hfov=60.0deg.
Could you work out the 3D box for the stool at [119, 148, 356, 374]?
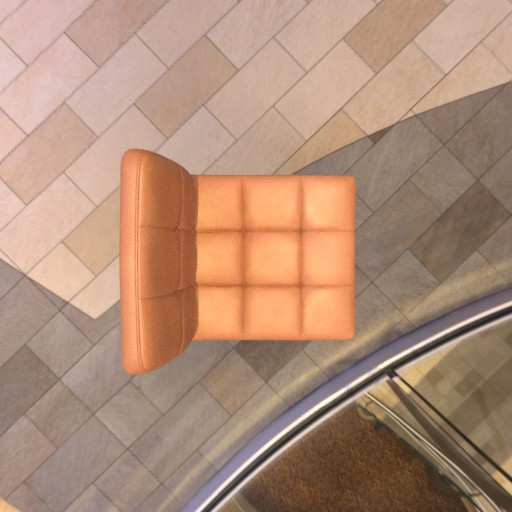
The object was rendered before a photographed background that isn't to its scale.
[{"bbox_3d":[0.000,0.000,1.343,0.505,1.115,0.430,0,91,0],"label":"stool"}]
